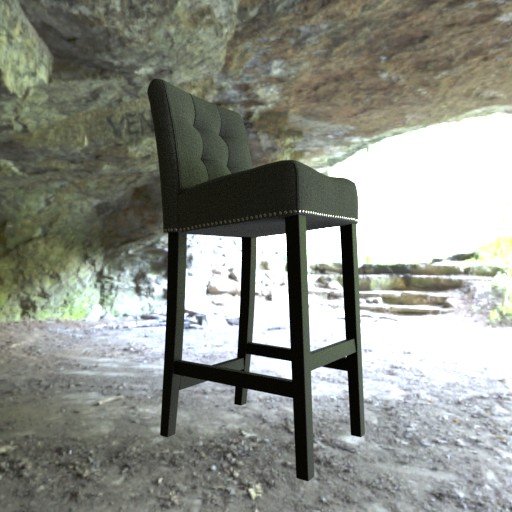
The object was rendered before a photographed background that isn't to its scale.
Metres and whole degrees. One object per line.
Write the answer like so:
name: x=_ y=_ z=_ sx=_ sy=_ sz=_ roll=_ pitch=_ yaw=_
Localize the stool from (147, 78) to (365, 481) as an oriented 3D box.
stool: x=0.000 y=0.000 z=1.325 sx=0.548 sy=1.047 sz=0.411 roll=0 pitch=-1 yaw=36
